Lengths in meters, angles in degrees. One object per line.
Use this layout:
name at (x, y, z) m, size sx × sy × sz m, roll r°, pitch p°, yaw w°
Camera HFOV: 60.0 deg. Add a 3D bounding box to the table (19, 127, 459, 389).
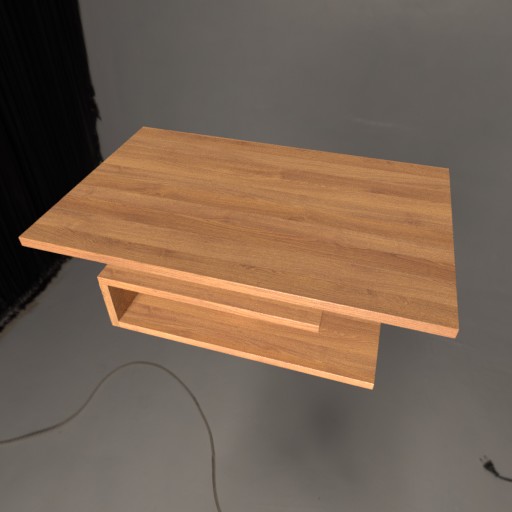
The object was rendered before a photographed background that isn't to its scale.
table at (0.000, 0.000, 1.449) m, size 1.100 × 0.442 × 0.700 m, roll 11°, pitch 42°, yaw 12°
